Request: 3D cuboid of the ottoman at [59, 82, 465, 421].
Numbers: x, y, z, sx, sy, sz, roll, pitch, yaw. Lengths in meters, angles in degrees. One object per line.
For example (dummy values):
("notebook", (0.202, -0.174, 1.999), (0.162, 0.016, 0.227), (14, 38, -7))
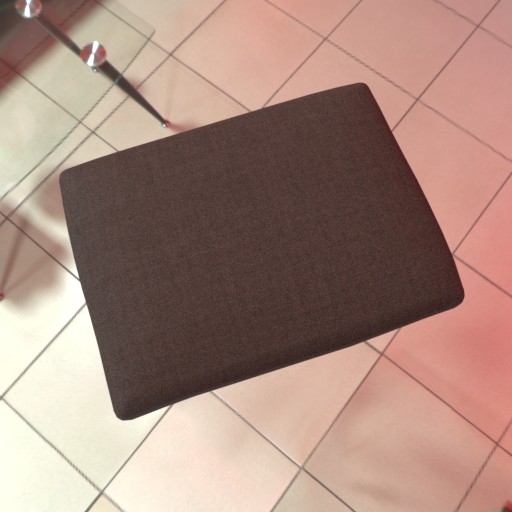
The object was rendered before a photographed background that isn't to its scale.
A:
("ottoman", (0.000, 0.000, 1.182), (0.809, 0.555, 0.599), (-18, 76, -5))
